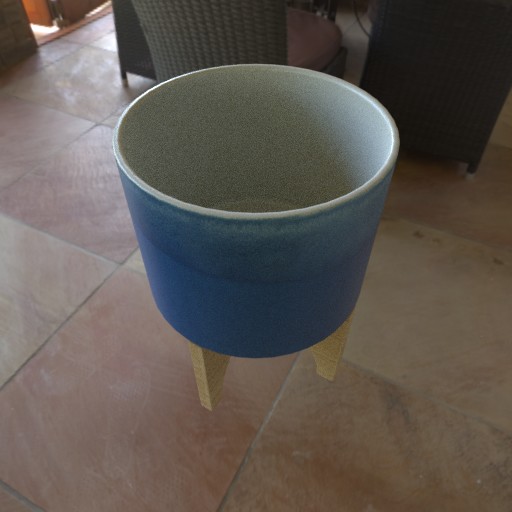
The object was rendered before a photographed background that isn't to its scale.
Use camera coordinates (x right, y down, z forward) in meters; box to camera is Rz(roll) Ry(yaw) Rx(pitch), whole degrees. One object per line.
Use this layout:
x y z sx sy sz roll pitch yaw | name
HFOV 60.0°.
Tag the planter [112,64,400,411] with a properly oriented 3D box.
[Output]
0.000 0.000 0.398 0.192 0.263 0.192 0 47 0 | planter
